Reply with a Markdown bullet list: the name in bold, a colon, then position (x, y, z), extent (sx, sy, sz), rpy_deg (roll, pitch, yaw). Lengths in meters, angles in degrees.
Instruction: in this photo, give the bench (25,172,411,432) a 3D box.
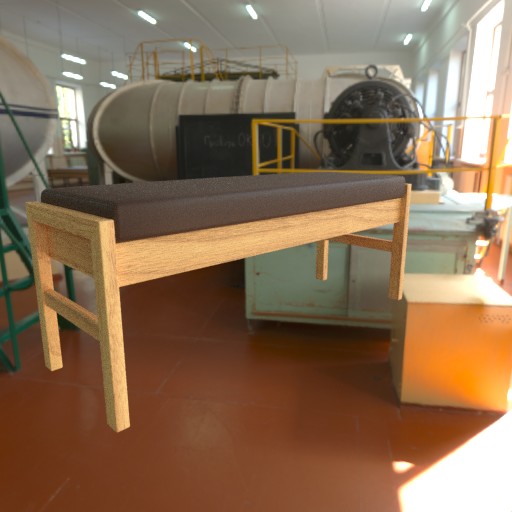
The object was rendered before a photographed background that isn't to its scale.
- **bench**: position (0.000, 0.000, 1.410), extent (1.200, 0.480, 0.405), rpy_deg (-13, 19, -43)
